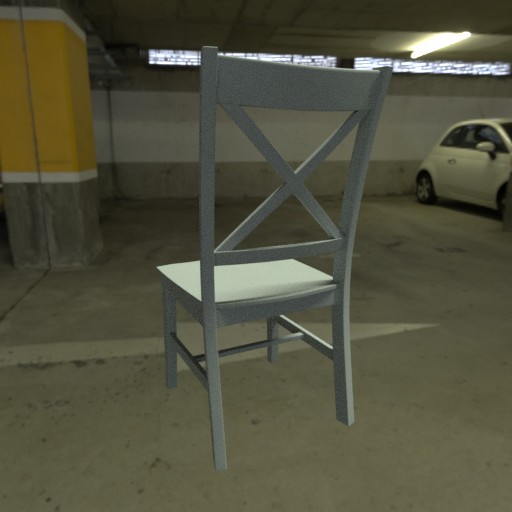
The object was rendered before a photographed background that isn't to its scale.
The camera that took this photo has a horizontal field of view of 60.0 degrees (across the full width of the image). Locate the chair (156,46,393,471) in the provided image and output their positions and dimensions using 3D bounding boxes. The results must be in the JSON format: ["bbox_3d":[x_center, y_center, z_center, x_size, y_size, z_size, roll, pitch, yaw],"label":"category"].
[{"bbox_3d":[0.000,0.000,1.281,0.485,0.983,0.542,-7,15,-27],"label":"chair"}]
